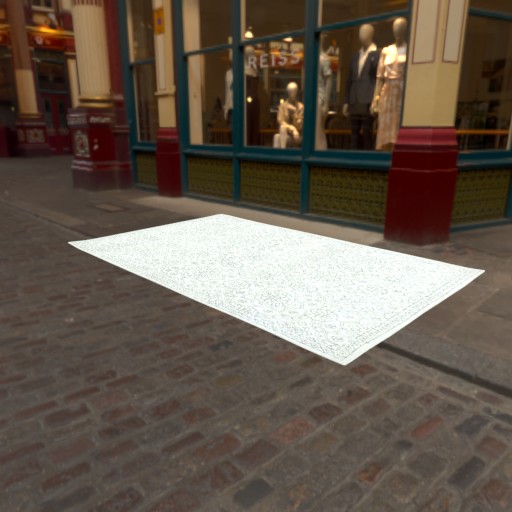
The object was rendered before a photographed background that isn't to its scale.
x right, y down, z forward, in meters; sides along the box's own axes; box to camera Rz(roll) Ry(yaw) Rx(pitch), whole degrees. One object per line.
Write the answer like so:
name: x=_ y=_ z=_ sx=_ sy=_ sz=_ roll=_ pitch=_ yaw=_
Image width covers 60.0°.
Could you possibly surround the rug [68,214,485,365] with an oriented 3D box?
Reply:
rug: x=0.000 y=0.000 z=2.988 sx=2.434 sy=0.023 sz=1.518 roll=16 pitch=23 yaw=42
